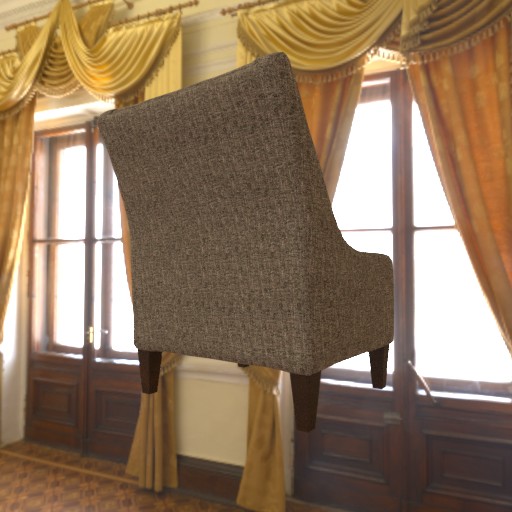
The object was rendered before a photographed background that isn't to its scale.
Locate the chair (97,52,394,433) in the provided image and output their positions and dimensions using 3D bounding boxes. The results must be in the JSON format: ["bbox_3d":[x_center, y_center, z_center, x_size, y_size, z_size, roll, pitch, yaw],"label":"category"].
[{"bbox_3d":[0.000,0.000,1.645,0.774,1.014,0.870,-2,-3,36],"label":"chair"}]
